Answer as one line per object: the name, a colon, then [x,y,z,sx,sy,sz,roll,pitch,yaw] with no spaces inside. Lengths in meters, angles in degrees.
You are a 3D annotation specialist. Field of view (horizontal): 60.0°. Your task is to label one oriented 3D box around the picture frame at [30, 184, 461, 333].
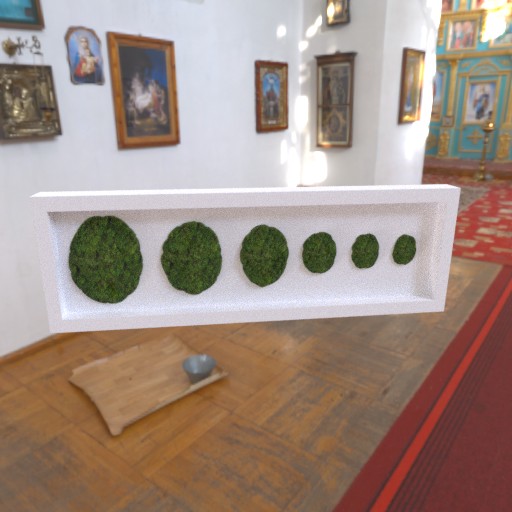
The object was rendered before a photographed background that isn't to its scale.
picture frame: [0.000,0.000,0.837,0.759,0.250,0.050,-2,17,-7]
